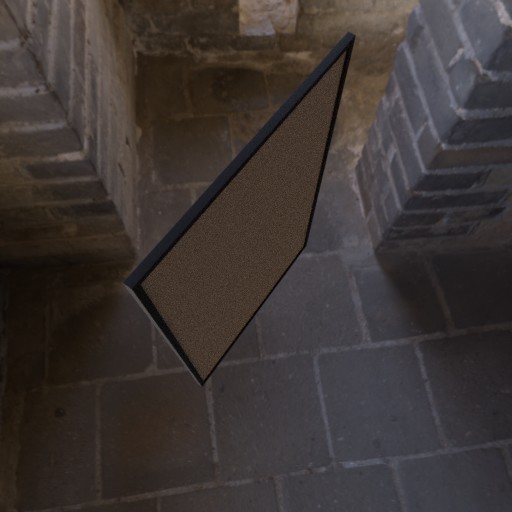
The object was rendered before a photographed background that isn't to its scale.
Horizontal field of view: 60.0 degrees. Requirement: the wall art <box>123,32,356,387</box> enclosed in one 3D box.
[{"bbox_3d":[0.000,0.000,0.836,0.013,0.660,0.460,33,69,14],"label":"wall art"}]
